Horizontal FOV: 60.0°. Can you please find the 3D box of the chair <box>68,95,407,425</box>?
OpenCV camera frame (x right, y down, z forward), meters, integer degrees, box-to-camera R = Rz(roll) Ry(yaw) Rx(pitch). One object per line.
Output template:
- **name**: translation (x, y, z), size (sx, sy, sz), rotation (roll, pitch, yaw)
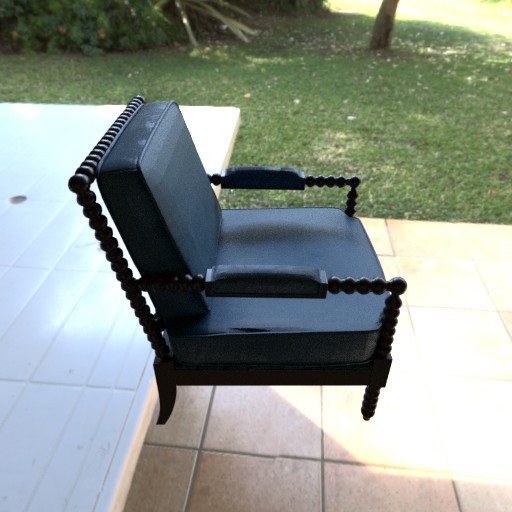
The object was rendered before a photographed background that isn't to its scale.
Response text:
- **chair**: translation (0.000, 0.000, 1.422), size (0.805, 0.857, 0.688), rotation (0, 35, 0)
